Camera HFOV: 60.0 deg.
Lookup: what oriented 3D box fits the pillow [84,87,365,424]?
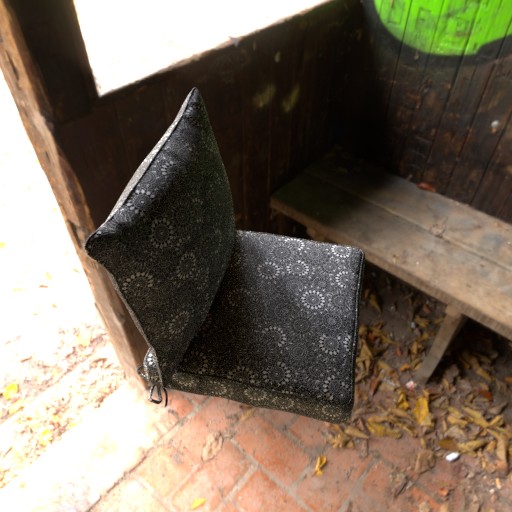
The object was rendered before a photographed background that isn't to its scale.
[{"bbox_3d":[0.000,0.000,1.407,0.740,0.722,0.798,9,46,9],"label":"pillow"}]
